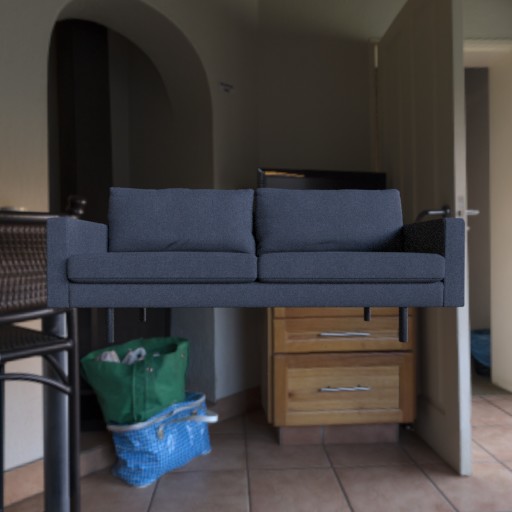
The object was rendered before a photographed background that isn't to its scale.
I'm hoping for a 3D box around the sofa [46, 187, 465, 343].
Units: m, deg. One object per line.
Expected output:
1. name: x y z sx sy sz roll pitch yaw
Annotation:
1. sofa: 0.000 0.000 2.611 2.100 0.880 0.880 0 0 -1
